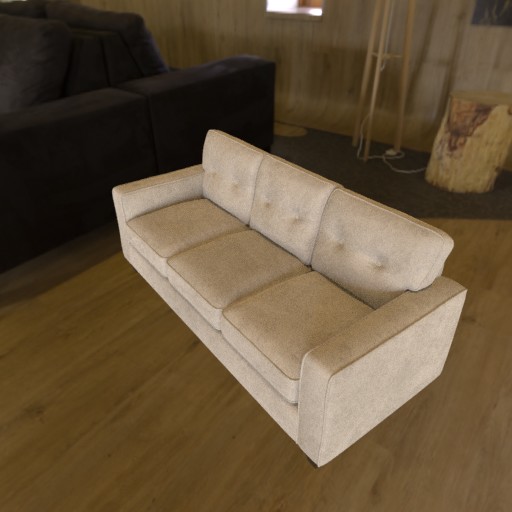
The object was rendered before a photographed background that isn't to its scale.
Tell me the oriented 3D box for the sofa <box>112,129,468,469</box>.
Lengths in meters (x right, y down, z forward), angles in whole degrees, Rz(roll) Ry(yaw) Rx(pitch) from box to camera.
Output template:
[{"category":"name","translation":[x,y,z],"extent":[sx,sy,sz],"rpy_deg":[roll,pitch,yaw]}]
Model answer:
[{"category":"sofa","translation":[0.000,0.000,2.645],"extent":[0.939,0.965,2.133],"rpy_deg":[-22,39,-30]}]
